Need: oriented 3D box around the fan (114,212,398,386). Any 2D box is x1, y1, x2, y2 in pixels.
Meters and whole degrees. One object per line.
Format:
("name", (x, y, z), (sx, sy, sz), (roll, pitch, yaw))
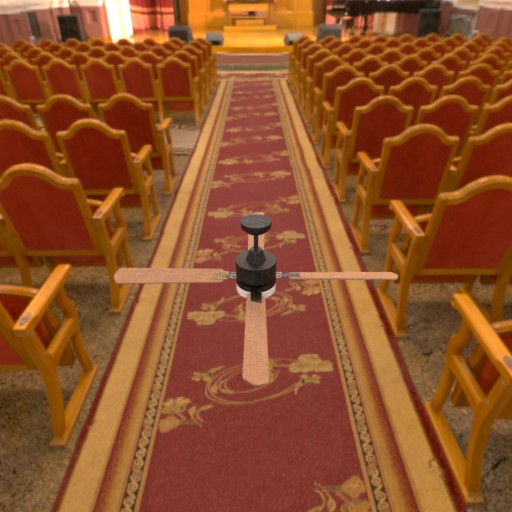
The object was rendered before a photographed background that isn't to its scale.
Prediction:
("fan", (0.000, 0.000, 2.006), (1.320, 0.355, 1.320), (0, 32, 0))
